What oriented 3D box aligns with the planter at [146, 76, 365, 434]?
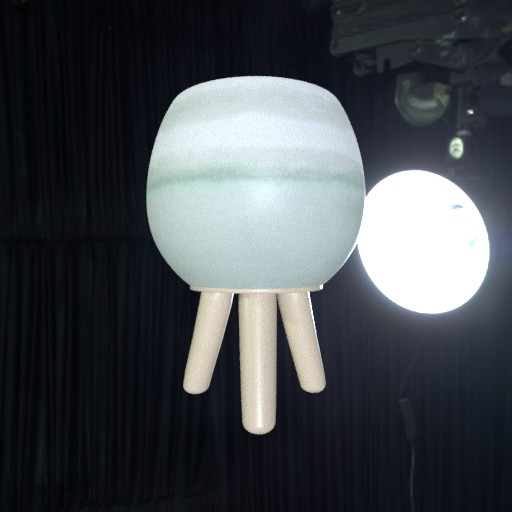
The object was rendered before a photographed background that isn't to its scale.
[{"bbox_3d":[0.000,0.000,0.336,0.161,0.224,0.161,0,0,0],"label":"planter"}]
